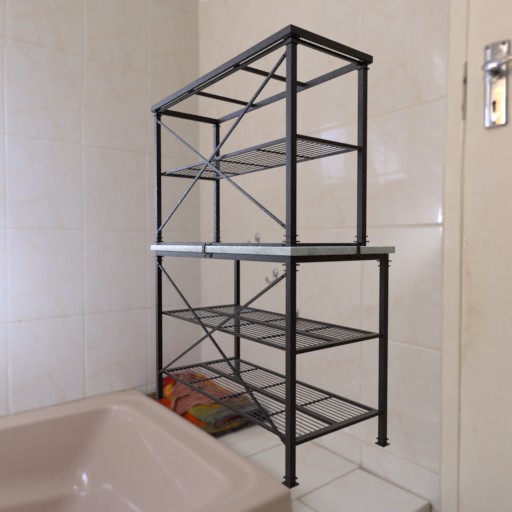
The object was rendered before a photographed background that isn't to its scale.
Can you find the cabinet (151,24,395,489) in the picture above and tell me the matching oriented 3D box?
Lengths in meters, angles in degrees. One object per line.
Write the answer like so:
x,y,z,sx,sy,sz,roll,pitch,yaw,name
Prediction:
0.000,0.000,2.221,0.610,1.659,1.210,-1,2,-37,cabinet
